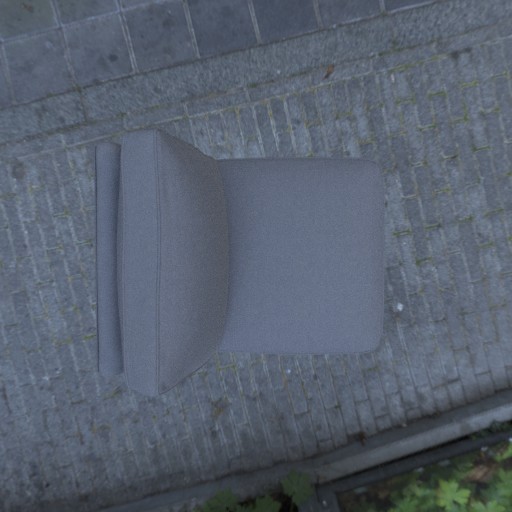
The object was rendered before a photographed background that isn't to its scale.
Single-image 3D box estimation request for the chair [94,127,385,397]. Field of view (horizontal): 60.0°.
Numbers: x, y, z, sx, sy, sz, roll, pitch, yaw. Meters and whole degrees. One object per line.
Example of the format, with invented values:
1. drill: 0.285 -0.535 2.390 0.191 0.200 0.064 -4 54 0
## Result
1. chair: 0.000 0.000 1.649 0.924 1.045 0.724 0 92 1
